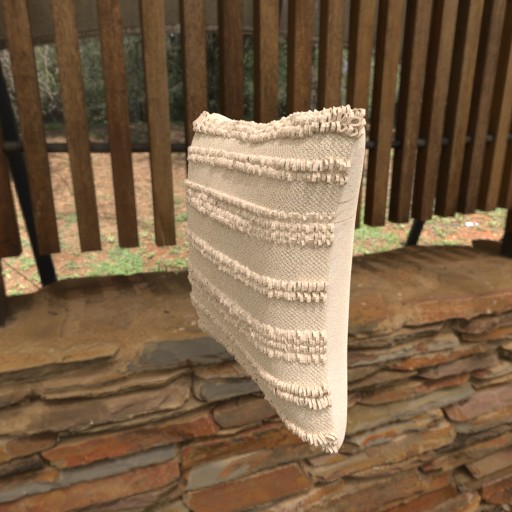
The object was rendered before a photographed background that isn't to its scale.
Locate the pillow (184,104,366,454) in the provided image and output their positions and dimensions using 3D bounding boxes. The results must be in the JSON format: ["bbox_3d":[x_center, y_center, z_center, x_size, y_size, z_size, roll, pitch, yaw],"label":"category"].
[{"bbox_3d":[0.000,0.000,0.670,0.145,0.427,0.437,-8,18,-25],"label":"pillow"}]
